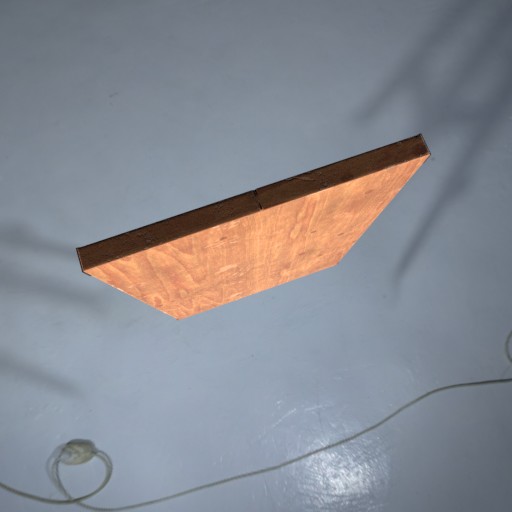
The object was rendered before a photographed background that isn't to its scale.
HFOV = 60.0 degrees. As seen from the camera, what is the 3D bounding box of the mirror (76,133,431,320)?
[{"bbox_3d":[0.000,0.000,0.990,0.517,0.761,0.053,-19,78,-4],"label":"mirror"}]
